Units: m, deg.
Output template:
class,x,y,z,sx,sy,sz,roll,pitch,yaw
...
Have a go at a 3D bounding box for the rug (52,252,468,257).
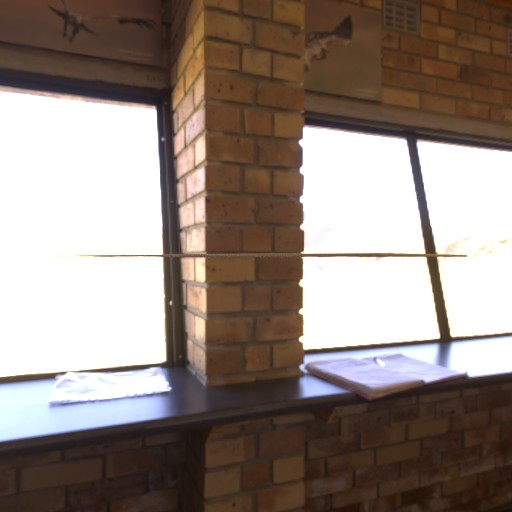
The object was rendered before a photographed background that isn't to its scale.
class,x,y,z,sx,sy,sz,roll,pitch,yaw
rug,0.000,0.000,2.914,2.290,0.014,1.526,0,0,36
